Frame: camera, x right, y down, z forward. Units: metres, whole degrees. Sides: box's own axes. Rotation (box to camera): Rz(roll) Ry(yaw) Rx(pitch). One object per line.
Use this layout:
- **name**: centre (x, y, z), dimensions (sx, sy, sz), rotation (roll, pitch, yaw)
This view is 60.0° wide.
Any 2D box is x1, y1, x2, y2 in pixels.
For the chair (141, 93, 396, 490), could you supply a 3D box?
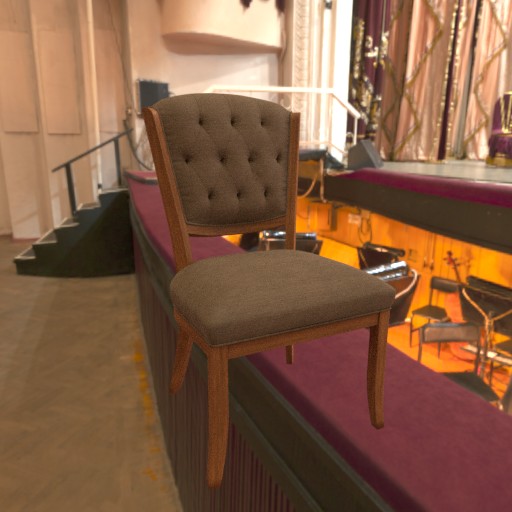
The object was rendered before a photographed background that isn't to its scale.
- **chair**: centre (0.000, 0.000, 1.242), dimensions (0.513, 0.905, 0.584), rotation (-7, 16, -26)
